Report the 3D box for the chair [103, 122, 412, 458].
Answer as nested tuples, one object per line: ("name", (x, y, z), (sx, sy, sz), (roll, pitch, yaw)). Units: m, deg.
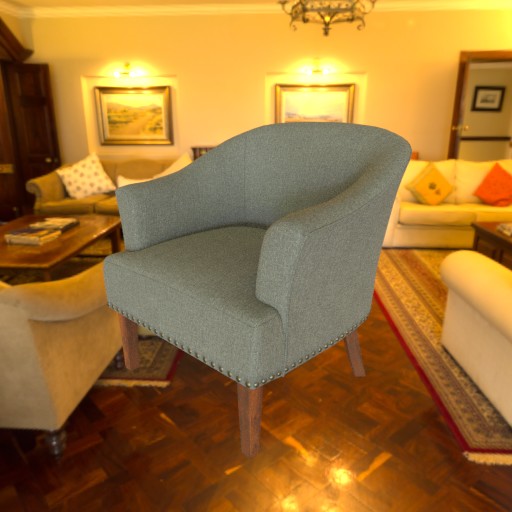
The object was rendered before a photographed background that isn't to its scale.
("chair", (0.000, 0.000, 1.411), (0.798, 0.815, 0.704), (16, 24, 42))
